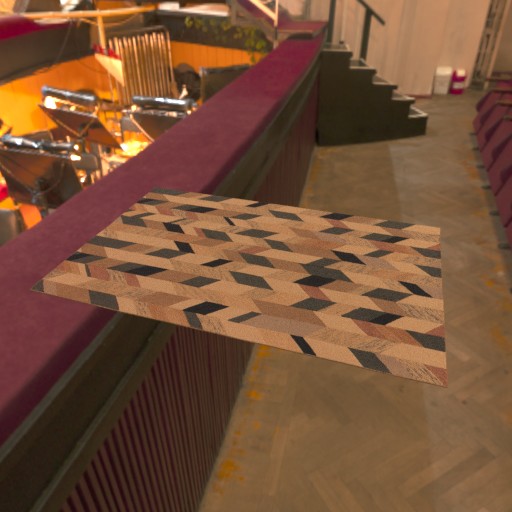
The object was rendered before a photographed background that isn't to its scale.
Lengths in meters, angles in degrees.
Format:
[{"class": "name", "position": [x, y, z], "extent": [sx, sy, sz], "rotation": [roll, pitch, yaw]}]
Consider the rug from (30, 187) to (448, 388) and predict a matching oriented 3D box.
[{"class": "rug", "position": [0.000, 0.000, 2.274], "extent": [1.813, 0.006, 1.202], "rotation": [10, 34, 15]}]
